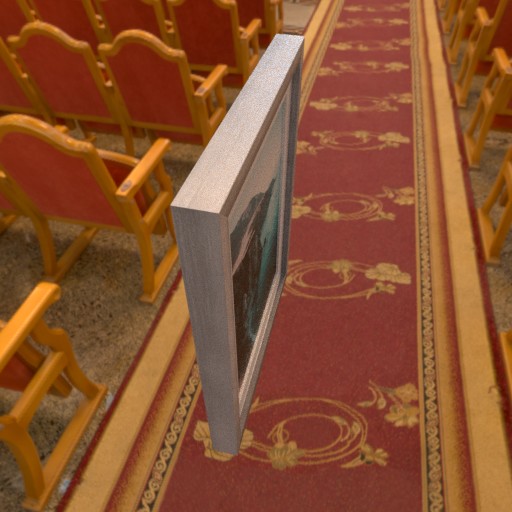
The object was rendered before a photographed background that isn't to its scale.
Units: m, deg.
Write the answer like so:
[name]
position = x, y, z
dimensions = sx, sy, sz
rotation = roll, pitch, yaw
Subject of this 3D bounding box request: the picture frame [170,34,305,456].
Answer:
[picture frame]
position = 0.000, 0.000, 0.745
dimensions = 0.046, 0.555, 0.449
rotation = 10, 46, 10
